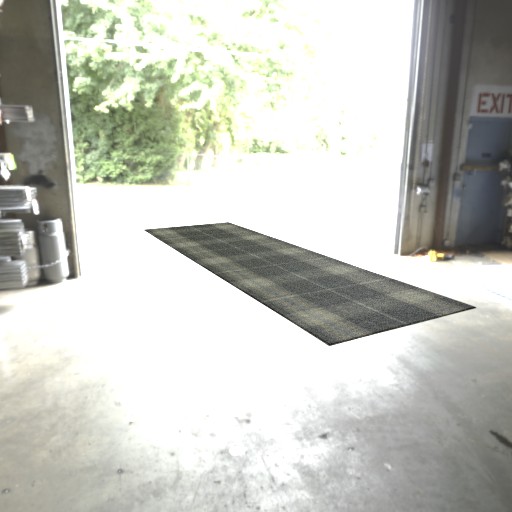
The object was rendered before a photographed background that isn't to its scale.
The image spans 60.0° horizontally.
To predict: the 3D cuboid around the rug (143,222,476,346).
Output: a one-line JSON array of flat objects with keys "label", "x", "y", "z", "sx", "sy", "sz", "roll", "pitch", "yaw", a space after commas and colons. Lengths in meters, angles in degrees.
[{"label": "rug", "x": 0.000, "y": 0.000, "z": 2.691, "sx": 0.760, "sy": 0.012, "sz": 2.434, "roll": -7, "pitch": 16, "yaw": -27}]
